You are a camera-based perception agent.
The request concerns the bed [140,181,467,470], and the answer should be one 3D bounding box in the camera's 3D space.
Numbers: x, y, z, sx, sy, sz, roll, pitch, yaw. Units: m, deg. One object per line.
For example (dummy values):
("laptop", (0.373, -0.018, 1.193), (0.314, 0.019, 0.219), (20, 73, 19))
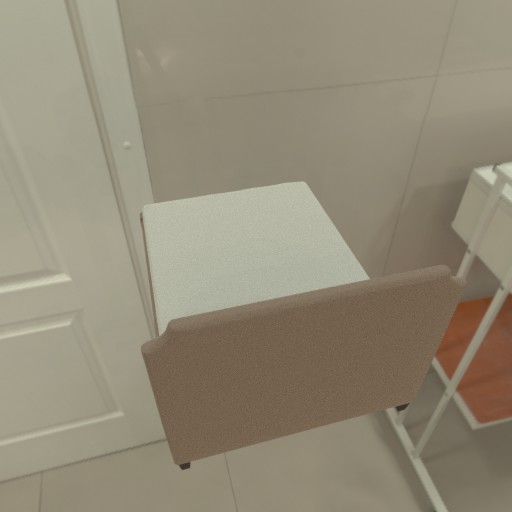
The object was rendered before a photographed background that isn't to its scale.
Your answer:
("bed", (0.000, 0.000, 3.403), (1.713, 1.443, 2.372), (-10, 43, -11))
